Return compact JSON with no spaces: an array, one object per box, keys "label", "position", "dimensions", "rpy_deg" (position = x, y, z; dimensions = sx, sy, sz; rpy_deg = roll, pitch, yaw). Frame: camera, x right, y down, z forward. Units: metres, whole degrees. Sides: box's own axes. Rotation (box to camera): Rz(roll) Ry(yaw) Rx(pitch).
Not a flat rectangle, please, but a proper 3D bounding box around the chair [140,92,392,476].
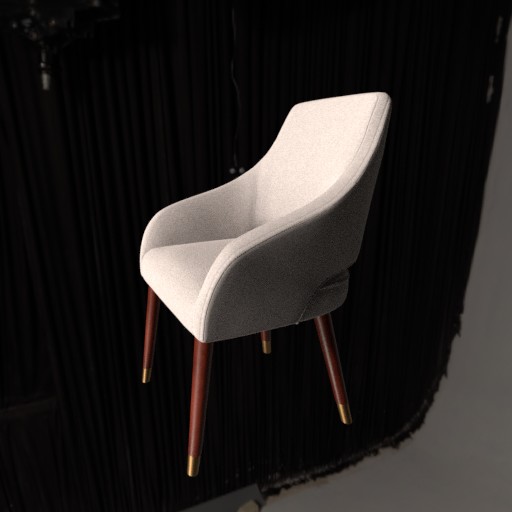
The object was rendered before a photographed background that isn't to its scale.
[{"label":"chair","position":[0.000,0.000,1.272],"dimensions":[0.600,0.889,0.609],"rpy_deg":[-7,16,-26]}]
